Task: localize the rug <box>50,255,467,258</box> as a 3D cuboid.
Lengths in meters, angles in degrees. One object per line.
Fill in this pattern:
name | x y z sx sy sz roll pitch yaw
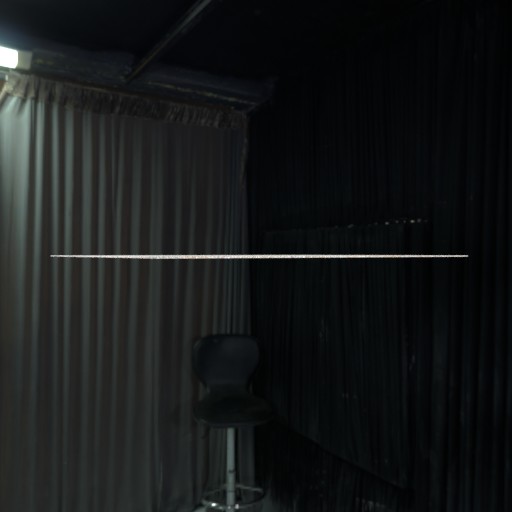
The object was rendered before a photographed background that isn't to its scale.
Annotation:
rug | 0.000 0.000 3.928 2.939 0.009 2.313 0 0 -36
